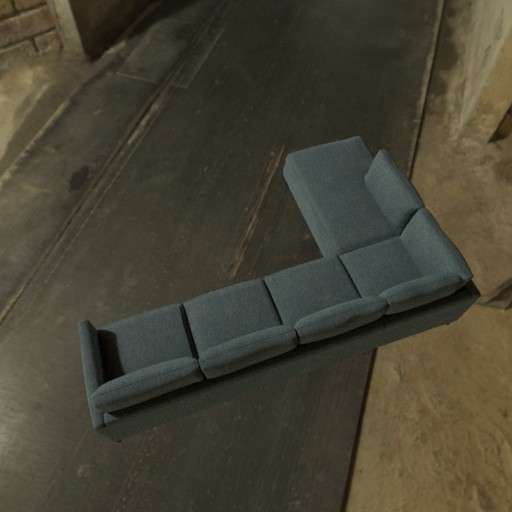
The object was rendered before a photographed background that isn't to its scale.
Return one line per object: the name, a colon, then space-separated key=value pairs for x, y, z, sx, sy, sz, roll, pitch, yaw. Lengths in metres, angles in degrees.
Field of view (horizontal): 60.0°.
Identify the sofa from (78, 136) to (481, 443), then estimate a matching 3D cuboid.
sofa: x=0.000 y=0.000 z=3.724 sx=2.949 sy=0.815 sz=2.007 roll=-17 pitch=60 yaw=-10
